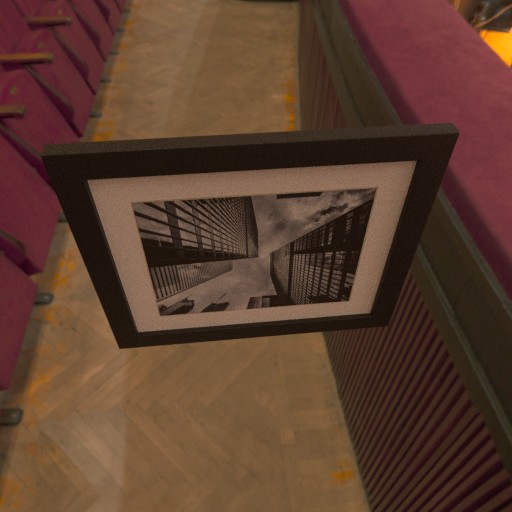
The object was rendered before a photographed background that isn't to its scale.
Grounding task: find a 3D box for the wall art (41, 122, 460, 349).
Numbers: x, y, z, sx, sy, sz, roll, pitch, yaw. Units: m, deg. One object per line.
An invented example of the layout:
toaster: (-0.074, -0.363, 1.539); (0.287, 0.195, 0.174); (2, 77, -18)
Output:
wall art: (0.000, 0.000, 0.757); (0.558, 0.457, 0.031); (-4, 46, -4)
